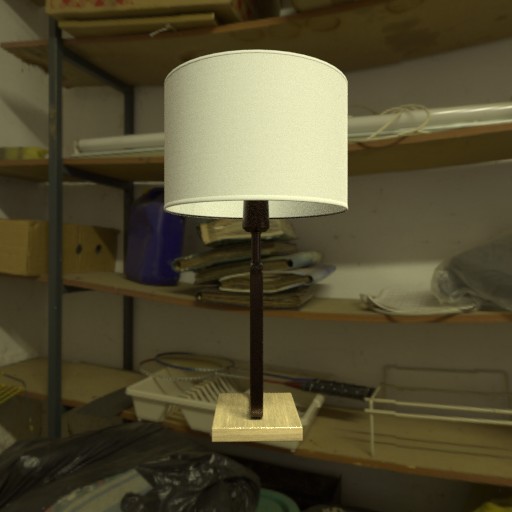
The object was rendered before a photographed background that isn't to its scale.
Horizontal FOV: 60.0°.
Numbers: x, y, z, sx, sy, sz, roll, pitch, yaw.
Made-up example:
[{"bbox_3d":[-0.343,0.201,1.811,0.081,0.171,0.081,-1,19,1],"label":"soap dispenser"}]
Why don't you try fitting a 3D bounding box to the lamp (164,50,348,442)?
[{"bbox_3d":[0.000,0.000,0.685,0.279,0.508,0.279,0,0,-1],"label":"lamp"}]
